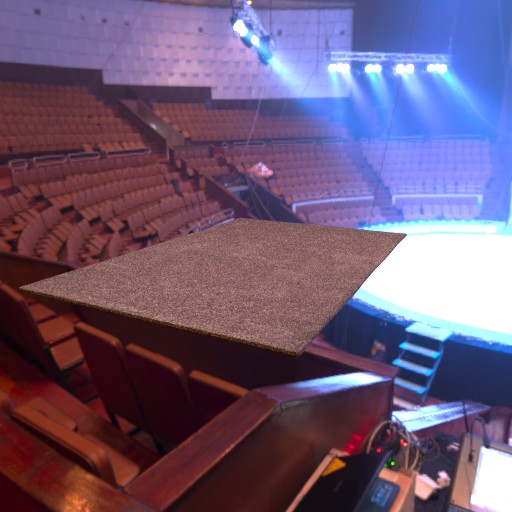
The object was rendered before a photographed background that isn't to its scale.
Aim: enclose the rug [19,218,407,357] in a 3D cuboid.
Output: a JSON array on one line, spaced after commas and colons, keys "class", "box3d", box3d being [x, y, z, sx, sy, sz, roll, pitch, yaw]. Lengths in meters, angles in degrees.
[{"class": "rug", "box3d": [0.000, 0.000, 3.403, 1.802, 0.026, 2.699, 8, 17, 26]}]
